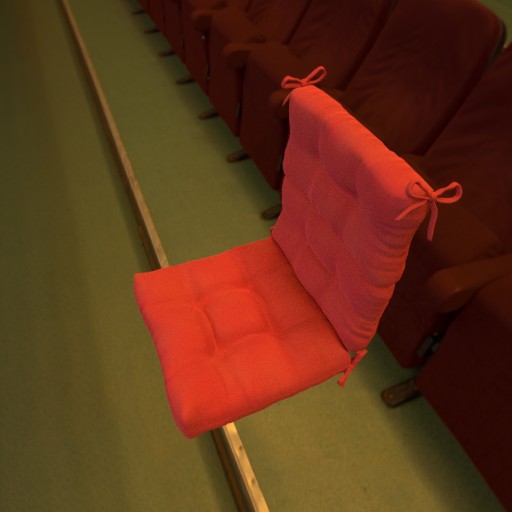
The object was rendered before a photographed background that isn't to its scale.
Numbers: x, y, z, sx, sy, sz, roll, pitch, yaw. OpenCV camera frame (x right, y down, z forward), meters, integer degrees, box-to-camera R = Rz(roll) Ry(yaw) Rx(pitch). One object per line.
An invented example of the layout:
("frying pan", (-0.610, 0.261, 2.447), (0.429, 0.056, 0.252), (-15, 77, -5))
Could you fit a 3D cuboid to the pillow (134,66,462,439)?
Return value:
("pillow", (0.000, 0.000, 1.026), (0.571, 0.605, 0.519), (-18, 50, -16))
